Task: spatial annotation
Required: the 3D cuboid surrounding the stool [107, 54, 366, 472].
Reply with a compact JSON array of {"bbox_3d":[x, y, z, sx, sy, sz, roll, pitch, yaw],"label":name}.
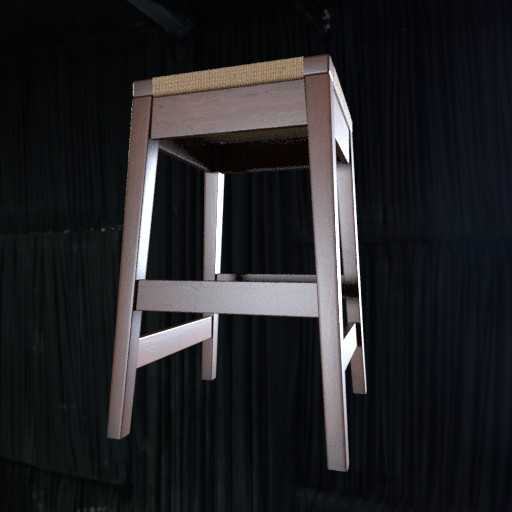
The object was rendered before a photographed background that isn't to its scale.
[{"bbox_3d":[0.000,0.000,1.097,0.497,0.762,0.507,0,0,18],"label":"stool"}]
